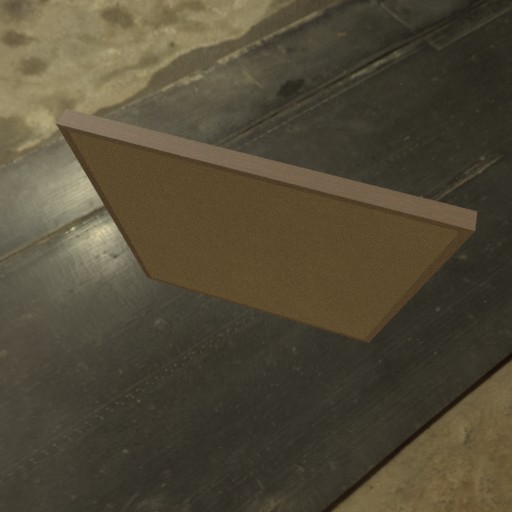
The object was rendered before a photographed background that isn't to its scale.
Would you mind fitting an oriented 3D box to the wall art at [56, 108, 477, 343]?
[{"bbox_3d":[0.000,0.000,1.124,0.761,0.758,0.038,16,66,7],"label":"wall art"}]
